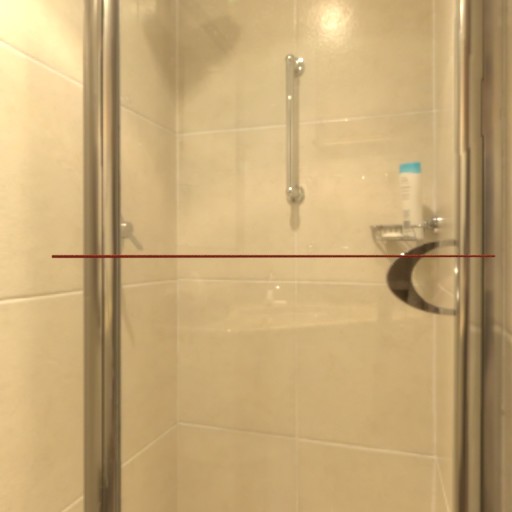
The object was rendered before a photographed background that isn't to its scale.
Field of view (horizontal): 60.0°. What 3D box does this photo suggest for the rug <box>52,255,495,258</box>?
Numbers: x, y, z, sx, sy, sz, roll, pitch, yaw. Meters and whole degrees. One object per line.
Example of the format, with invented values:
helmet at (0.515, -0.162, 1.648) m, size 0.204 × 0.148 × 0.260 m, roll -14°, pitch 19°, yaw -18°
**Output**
rug at (0.000, 0.000, 2.801) m, size 2.211 × 0.013 × 1.593 m, roll 0°, pitch 0°, yaw -20°
